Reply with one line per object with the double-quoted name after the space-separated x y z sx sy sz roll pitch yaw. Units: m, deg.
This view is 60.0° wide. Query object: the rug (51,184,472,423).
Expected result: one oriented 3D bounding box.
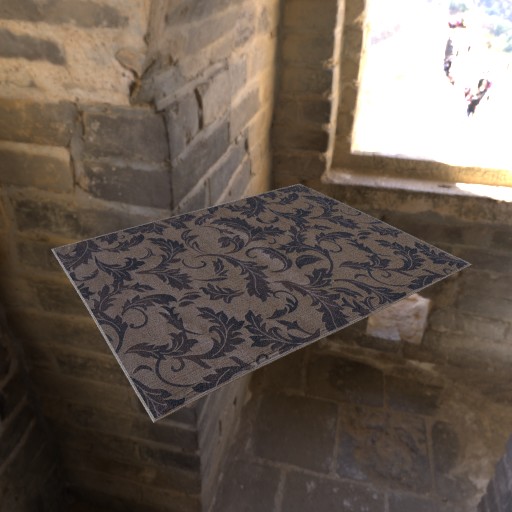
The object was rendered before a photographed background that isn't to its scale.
0.000 0.000 3.990 2.977 0.008 2.380 -19 35 -29 "rug"
